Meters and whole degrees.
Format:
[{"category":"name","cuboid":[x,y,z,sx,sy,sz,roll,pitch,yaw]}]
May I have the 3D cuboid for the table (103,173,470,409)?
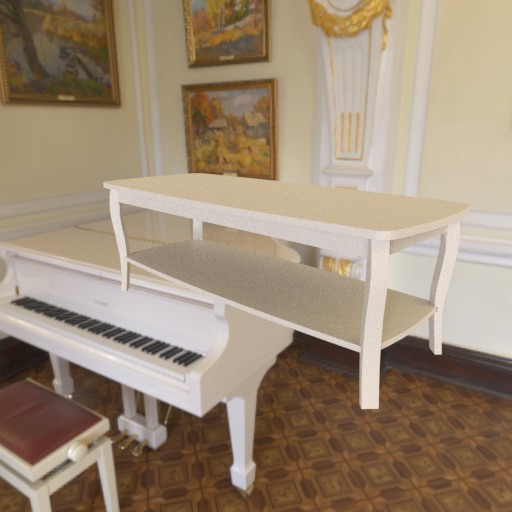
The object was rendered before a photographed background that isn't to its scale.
[{"category":"table","cuboid":[0.000,0.000,1.621,1.334,0.474,0.561,15,22,42]}]
